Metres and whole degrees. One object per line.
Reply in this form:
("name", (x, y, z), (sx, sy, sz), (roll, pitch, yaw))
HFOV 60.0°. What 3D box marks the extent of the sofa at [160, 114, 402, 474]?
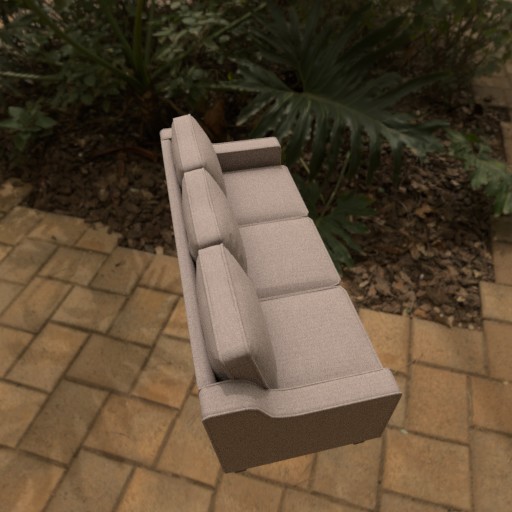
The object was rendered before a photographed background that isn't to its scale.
("sofa", (0.000, 0.000, 2.647), (0.899, 0.950, 2.129), (-9, 47, -9))
